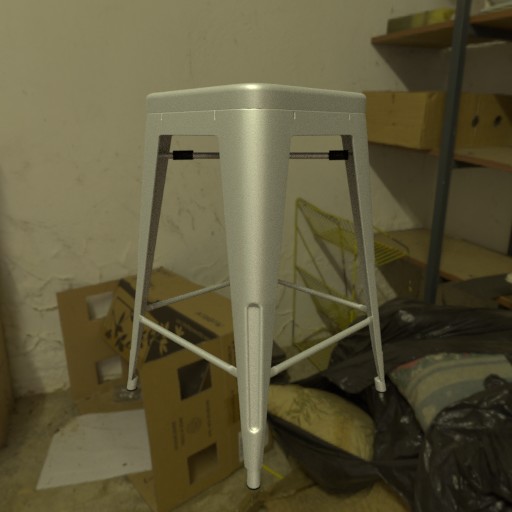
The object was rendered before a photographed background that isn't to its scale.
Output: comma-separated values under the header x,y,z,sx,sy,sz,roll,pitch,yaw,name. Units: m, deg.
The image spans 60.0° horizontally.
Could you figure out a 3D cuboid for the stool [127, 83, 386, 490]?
x,y,z,sx,sy,sz,roll,pitch,yaw,name
0.000,0.000,0.885,0.406,0.610,0.406,-15,22,-42,stool
